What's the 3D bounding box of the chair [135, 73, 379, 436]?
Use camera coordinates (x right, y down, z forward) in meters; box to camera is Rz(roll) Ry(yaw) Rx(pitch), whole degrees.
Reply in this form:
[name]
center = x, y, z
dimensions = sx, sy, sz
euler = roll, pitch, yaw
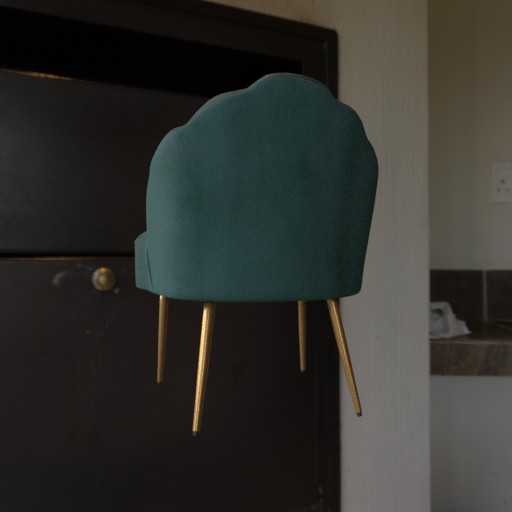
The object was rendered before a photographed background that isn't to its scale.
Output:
[chair]
center = 0.000, 0.000, 1.271
dimensions = 0.657, 0.819, 0.599
euler = 0, -1, -17
